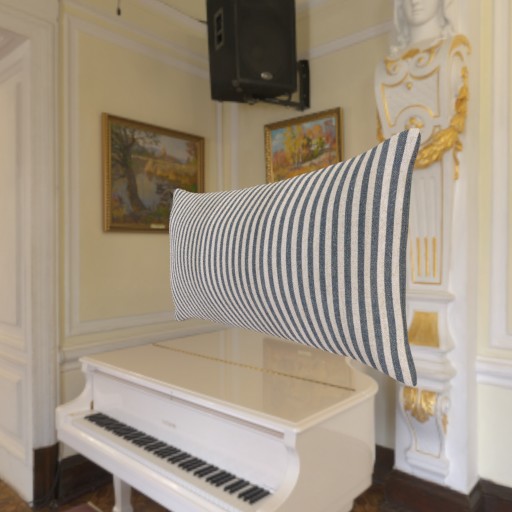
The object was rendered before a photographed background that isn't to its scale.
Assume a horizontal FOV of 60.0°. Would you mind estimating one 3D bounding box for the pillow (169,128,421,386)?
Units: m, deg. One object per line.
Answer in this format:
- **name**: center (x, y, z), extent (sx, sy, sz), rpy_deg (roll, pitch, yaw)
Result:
- **pillow**: center (0.000, 0.000, 0.745), extent (0.151, 0.295, 0.617), rpy_deg (-1, 1, -36)
